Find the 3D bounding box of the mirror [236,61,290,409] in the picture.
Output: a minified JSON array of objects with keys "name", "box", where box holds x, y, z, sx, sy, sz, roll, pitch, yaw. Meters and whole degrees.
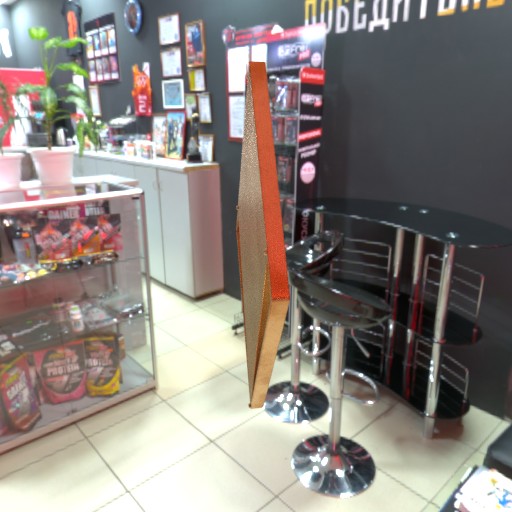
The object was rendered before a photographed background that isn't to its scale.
[{"name":"mirror","box":[0.000,0.000,0.840,0.032,0.679,0.419,-3,18,-9]}]
